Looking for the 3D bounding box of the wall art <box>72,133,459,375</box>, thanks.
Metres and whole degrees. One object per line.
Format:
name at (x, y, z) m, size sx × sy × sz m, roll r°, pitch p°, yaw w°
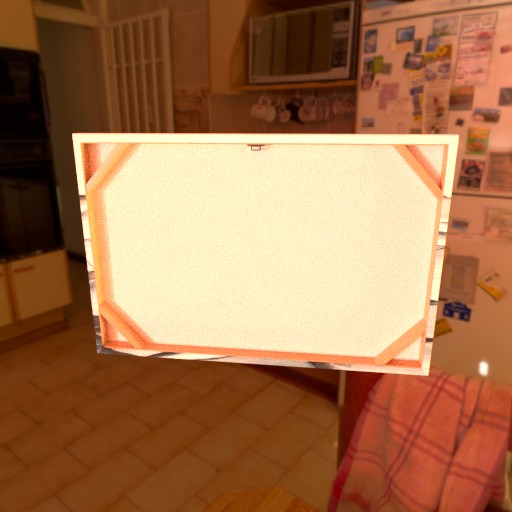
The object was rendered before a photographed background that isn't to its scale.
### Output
wall art at (0.000, 0.000, 1.145) m, size 0.914 × 0.609 × 0.039 m, roll 2°, pitch 17°, yaw 7°
